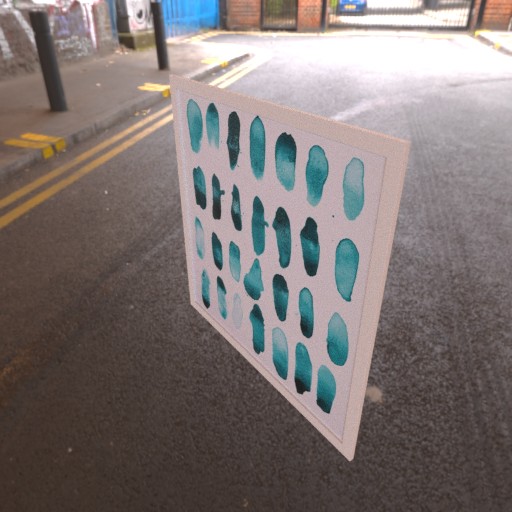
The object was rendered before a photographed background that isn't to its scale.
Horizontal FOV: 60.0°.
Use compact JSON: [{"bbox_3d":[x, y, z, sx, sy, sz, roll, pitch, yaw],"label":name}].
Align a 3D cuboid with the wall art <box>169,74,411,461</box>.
[{"bbox_3d":[0.000,0.000,1.191,0.013,0.813,0.812,-21,37,-31],"label":"wall art"}]
